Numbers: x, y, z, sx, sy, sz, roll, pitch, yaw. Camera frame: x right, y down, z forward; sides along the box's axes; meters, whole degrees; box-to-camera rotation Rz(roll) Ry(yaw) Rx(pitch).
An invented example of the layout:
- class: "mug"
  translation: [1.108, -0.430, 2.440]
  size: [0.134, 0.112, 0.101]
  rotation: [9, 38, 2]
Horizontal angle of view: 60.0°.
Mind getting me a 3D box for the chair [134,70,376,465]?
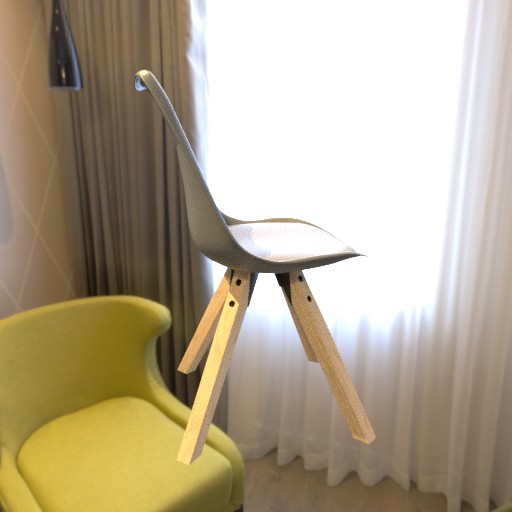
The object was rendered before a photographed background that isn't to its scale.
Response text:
- class: "chair"
  translation: [0.000, 0.000, 1.141]
  size: [0.550, 0.850, 0.485]
  rotation: [-2, 15, -9]
